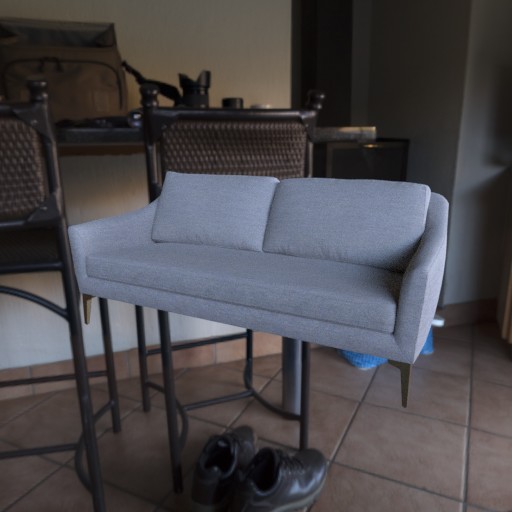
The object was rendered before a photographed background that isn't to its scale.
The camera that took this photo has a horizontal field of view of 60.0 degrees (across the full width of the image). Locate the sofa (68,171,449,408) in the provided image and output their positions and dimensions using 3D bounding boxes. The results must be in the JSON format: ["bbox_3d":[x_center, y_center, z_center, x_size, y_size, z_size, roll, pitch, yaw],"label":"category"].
[{"bbox_3d":[0.000,0.000,2.600,2.036,0.913,0.980,7,15,27],"label":"sofa"}]
